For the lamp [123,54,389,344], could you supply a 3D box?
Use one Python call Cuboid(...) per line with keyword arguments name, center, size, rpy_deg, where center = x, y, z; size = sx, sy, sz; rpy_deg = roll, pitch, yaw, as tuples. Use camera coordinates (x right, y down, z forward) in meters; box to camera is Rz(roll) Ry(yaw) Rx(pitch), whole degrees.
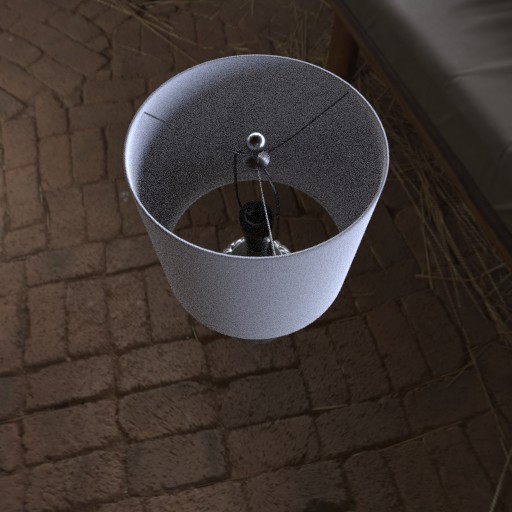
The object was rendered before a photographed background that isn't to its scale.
Cuboid(name="lamp", center=(0.000, 0.000, 0.507), size=(0.203, 0.389, 0.203), rpy_deg=(-34, 67, -17))
